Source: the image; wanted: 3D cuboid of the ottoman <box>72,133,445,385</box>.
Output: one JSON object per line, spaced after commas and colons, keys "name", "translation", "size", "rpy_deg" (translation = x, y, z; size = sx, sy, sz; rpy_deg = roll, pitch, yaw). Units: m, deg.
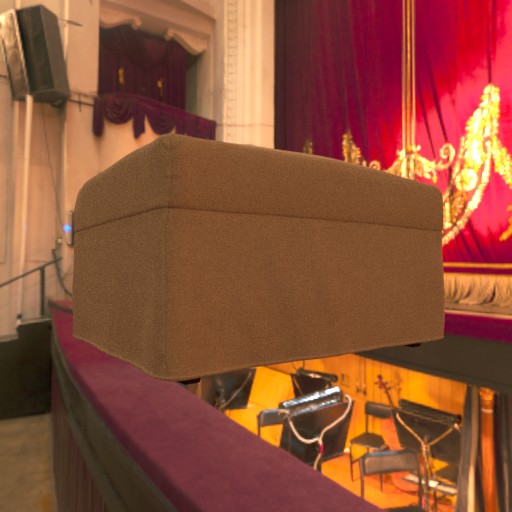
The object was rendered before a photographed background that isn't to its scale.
{"name": "ottoman", "translation": [0.000, 0.000, 1.231], "size": [0.833, 0.485, 0.650], "rpy_deg": [1, -2, -35]}
